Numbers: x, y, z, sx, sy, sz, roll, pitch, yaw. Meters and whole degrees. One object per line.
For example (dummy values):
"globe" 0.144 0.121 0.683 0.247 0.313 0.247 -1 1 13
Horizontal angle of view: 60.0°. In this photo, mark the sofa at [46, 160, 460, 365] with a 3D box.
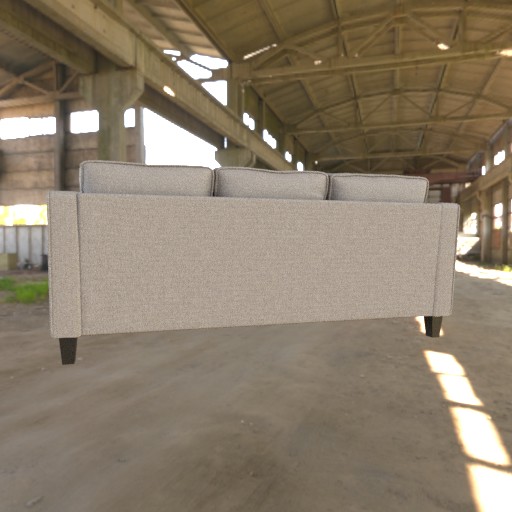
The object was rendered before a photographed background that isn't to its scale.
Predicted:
"sofa" 0.000 0.000 2.616 2.129 0.950 0.899 -1 2 -17
